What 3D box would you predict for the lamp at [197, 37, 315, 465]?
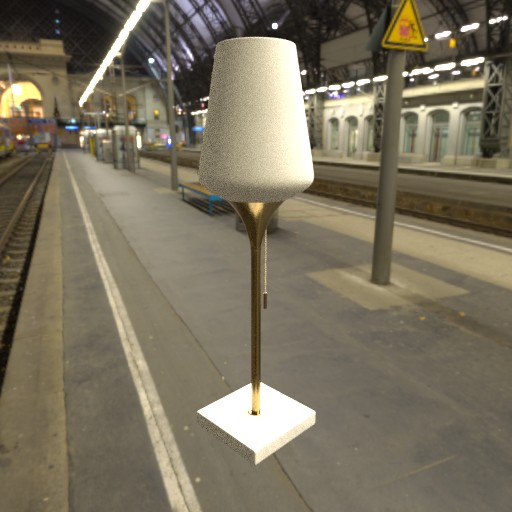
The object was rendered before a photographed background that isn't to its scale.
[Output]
[{"bbox_3d":[0.000,0.000,0.732,0.181,0.639,0.181,-14,20,-43],"label":"lamp"}]
